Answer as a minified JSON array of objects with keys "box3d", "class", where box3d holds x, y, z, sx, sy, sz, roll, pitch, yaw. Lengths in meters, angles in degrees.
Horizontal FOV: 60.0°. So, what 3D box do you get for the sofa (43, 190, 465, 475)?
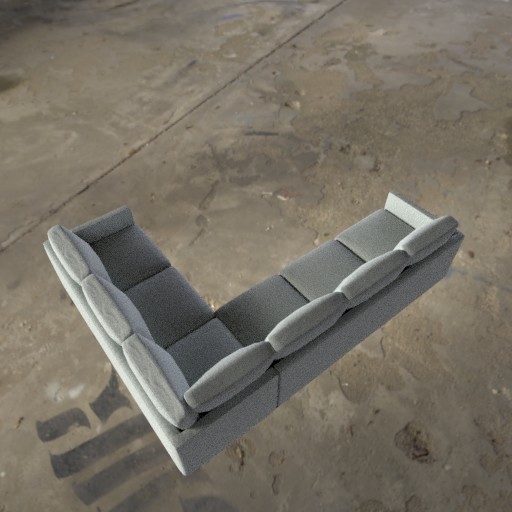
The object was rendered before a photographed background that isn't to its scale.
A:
[{"box3d":[0.000,0.000,4.473,3.333,0.934,2.522,-30,54,-25],"class":"sofa"}]
